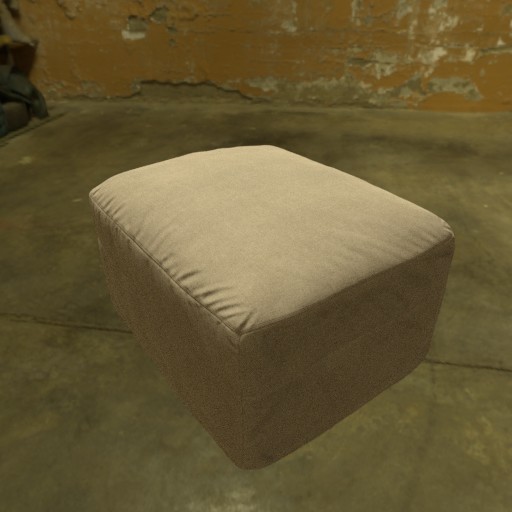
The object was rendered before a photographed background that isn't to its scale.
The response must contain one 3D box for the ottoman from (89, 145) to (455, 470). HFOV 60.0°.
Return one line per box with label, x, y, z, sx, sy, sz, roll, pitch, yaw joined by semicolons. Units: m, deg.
ottoman;0.000;0.000;1.247;0.683;0.481;0.837;-21;37;-30
